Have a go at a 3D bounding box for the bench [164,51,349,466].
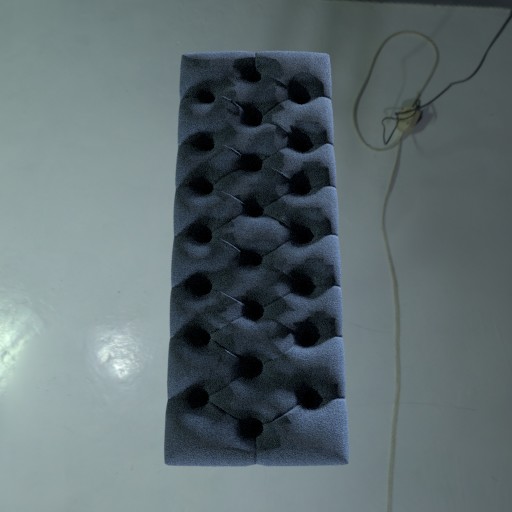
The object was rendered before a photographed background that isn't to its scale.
[{"bbox_3d":[0.000,0.000,1.297,0.417,0.492,1.052,0,76,0],"label":"bench"}]
